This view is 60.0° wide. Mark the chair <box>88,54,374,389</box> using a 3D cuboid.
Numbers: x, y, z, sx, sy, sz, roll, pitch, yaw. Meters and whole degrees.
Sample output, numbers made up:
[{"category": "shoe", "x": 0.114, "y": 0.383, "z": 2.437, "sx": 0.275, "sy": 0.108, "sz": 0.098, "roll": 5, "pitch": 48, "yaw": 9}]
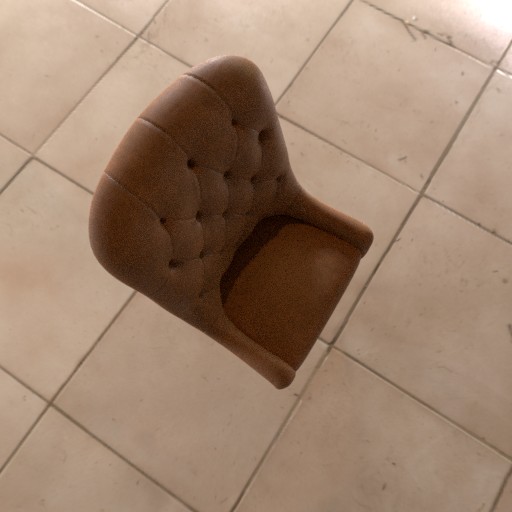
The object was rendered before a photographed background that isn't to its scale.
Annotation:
[{"category": "chair", "x": 0.000, "y": 0.000, "z": 1.441, "sx": 0.629, "sy": 1.091, "sz": 0.634, "roll": 31, "pitch": 76, "yaw": 8}]
